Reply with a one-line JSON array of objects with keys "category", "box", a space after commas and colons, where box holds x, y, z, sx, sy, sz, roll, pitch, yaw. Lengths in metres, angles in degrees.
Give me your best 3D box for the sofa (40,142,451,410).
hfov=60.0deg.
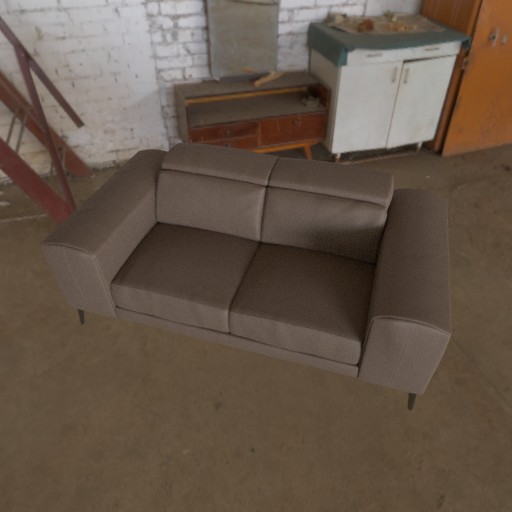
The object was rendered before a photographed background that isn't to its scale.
[{"category": "sofa", "box": [0.000, 0.000, 2.404, 1.895, 0.779, 1.003, 11, 42, 13]}]
